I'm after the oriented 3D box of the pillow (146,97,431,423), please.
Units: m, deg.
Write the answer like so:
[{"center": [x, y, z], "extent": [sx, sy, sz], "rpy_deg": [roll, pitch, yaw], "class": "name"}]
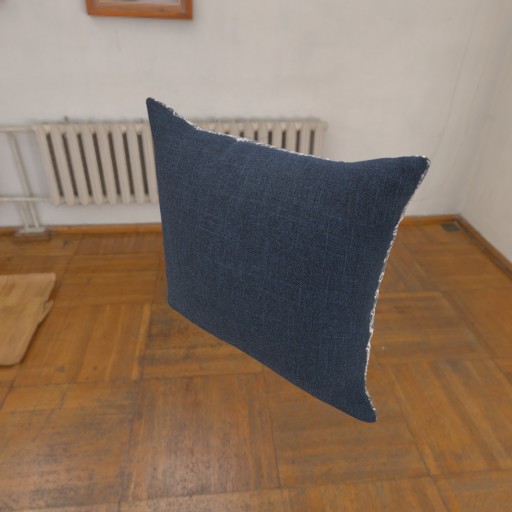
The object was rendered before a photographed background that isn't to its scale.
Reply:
[{"center": [0.000, 0.000, 0.803], "extent": [0.546, 0.487, 0.180], "rpy_deg": [23, 38, 33], "class": "pillow"}]
